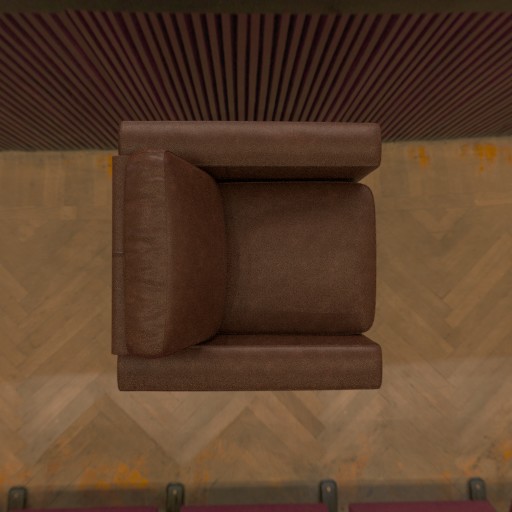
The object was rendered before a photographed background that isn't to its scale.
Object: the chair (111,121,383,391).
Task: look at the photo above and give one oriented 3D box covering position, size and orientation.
[{"bbox_3d":[0.000,0.000,1.760,1.016,0.873,1.005,0,89,-2],"label":"chair"}]
